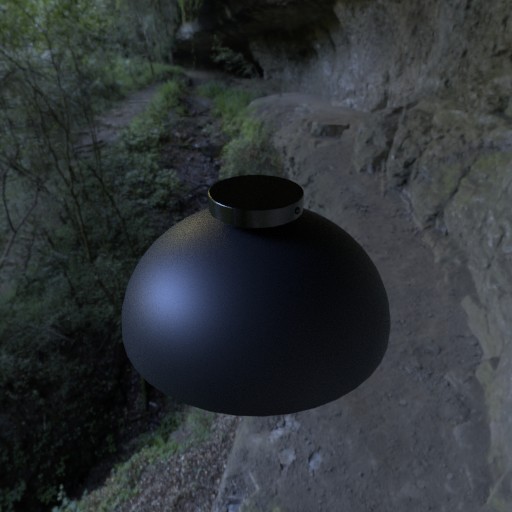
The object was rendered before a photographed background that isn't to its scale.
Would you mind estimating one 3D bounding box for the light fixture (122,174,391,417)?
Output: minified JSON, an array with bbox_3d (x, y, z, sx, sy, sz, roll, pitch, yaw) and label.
[{"bbox_3d":[0.000,0.000,0.564,0.355,0.177,0.355,0,30,0],"label":"light fixture"}]
